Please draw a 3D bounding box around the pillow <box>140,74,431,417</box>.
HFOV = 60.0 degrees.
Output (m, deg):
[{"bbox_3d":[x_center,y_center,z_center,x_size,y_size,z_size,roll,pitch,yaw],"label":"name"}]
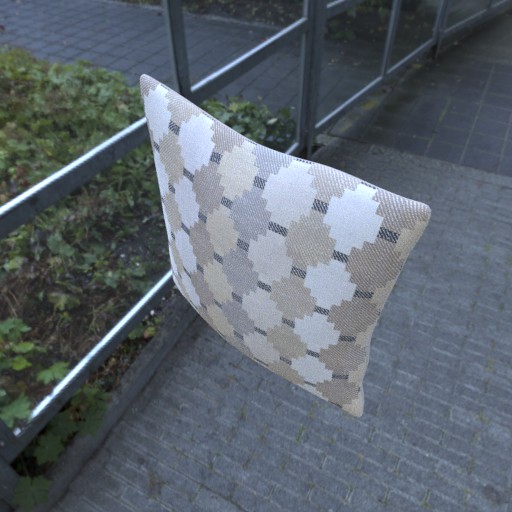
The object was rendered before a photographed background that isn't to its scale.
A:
[{"bbox_3d":[0.000,0.000,0.856,0.578,0.558,0.192,32,52,28],"label":"pillow"}]
